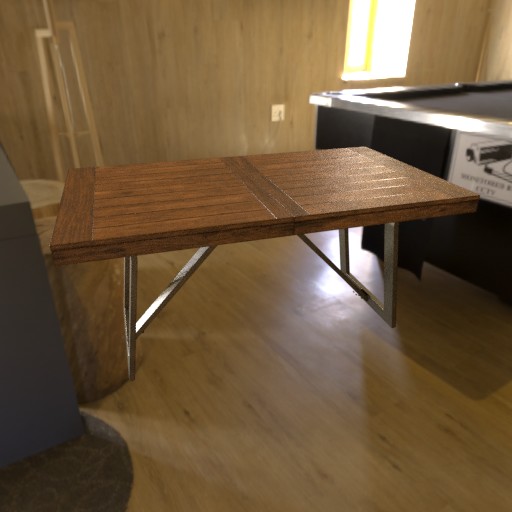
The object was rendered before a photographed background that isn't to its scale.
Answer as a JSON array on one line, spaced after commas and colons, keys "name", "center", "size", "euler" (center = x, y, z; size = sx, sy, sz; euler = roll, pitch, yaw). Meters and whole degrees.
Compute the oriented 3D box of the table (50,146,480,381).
[{"name": "table", "center": [0.000, 0.000, 2.169], "size": [1.641, 0.757, 0.931], "euler": [-8, 27, -16]}]
